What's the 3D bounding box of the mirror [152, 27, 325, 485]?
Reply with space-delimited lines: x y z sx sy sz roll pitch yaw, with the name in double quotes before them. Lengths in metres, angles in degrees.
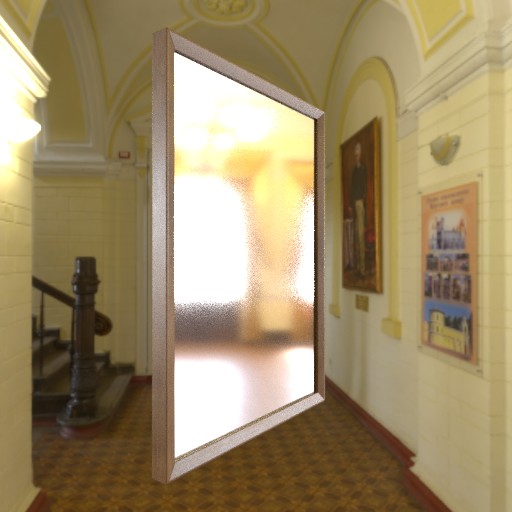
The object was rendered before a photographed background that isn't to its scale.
"mirror" 0.000 0.000 0.899 0.039 0.711 0.508 0 0 37
